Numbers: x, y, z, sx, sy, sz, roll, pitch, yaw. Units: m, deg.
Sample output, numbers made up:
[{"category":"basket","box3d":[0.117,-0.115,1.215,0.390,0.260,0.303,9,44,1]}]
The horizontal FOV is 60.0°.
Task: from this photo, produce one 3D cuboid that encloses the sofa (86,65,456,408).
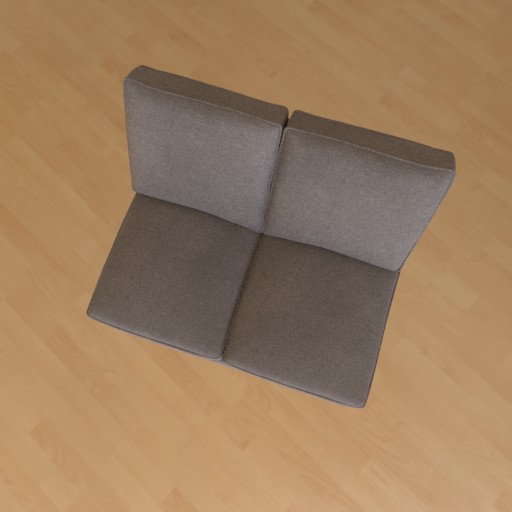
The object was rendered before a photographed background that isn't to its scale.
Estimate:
[{"category":"sofa","box3d":[0.000,0.000,1.899,1.237,1.008,0.951,17,75,5]}]
